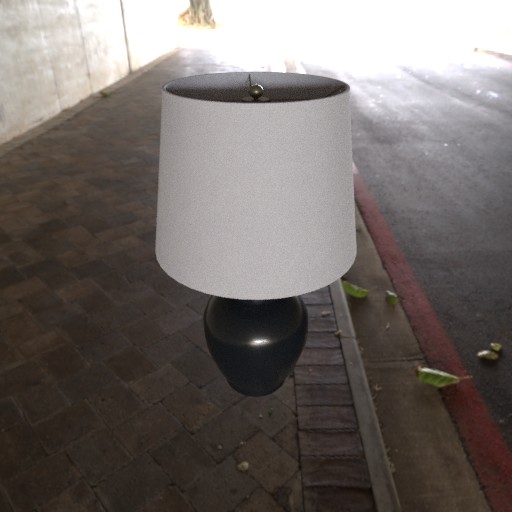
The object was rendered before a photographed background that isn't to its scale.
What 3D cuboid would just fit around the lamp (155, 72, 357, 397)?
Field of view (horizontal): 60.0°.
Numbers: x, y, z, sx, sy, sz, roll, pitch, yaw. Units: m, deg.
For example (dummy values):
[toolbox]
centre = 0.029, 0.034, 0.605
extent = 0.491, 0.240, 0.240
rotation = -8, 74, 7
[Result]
[lamp]
centre = 0.000, 0.000, 0.547
extent = 0.239, 0.399, 0.239
rotation = 0, 30, 0
